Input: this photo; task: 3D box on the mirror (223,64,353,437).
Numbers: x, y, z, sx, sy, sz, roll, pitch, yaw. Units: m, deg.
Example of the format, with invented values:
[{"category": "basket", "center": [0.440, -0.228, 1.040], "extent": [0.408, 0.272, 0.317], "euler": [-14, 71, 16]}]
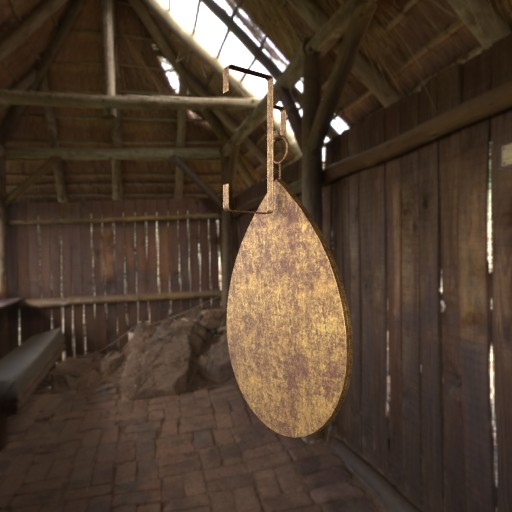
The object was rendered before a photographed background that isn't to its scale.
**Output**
[{"category": "mirror", "center": [0.000, 0.000, 0.905], "extent": [0.144, 0.744, 0.405], "euler": [0, 0, -35]}]
